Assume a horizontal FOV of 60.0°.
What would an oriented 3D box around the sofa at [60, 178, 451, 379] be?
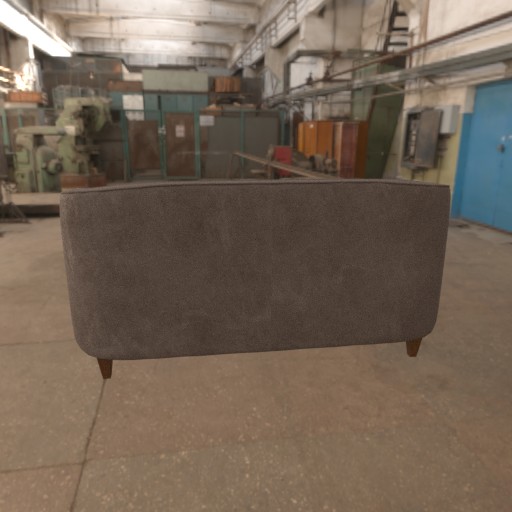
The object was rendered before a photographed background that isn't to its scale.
[{"bbox_3d":[0.000,0.000,2.264,1.733,0.855,0.941,-2,16,-8],"label":"sofa"}]
